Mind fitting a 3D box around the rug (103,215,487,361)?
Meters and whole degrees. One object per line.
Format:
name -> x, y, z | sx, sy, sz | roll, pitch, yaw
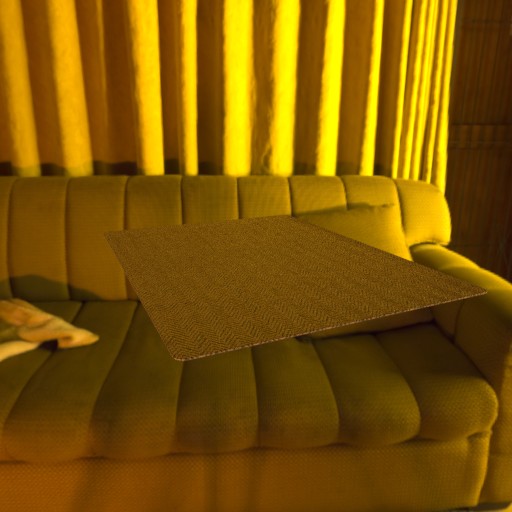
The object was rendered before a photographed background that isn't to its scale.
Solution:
rug -> 0.000, 0.000, 4.251 | 2.439, 0.014, 3.207 | -8, 18, -24
